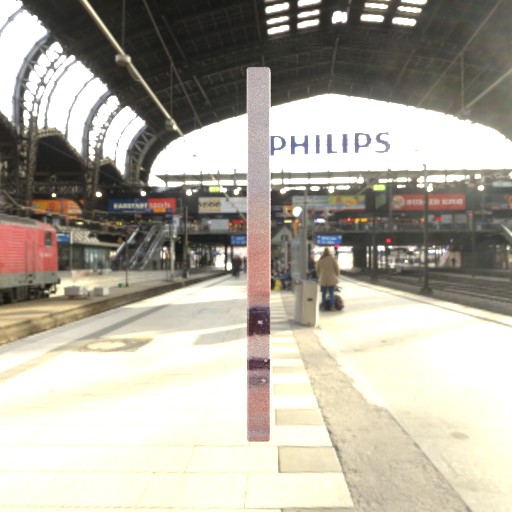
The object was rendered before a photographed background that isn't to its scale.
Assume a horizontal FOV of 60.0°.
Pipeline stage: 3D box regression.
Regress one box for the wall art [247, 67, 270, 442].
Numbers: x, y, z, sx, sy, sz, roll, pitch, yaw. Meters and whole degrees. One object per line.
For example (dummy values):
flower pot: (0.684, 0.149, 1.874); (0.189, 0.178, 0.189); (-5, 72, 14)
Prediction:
wall art: (0.000, 0.000, 1.174); (0.038, 0.609, 0.913); (0, 0, -1)
